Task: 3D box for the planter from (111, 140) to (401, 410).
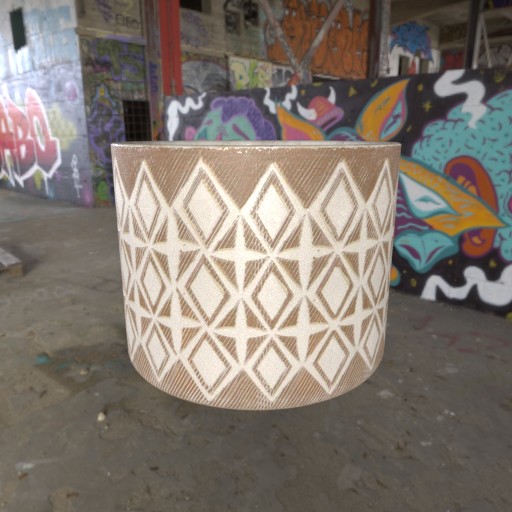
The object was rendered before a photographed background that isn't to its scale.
[{"bbox_3d":[0.000,0.000,0.330,0.193,0.165,0.193,0,15,0],"label":"planter"}]
